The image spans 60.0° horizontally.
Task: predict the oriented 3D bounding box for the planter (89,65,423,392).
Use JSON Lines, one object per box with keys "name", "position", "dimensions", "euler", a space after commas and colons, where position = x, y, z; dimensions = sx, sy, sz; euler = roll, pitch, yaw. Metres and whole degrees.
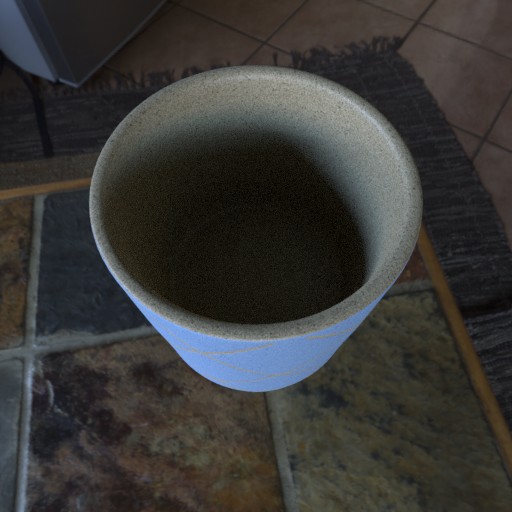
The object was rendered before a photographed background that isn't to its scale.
{"name": "planter", "position": [0.000, 0.000, 0.409], "dimensions": [0.227, 0.235, 0.227], "euler": [0, 63, 0]}
